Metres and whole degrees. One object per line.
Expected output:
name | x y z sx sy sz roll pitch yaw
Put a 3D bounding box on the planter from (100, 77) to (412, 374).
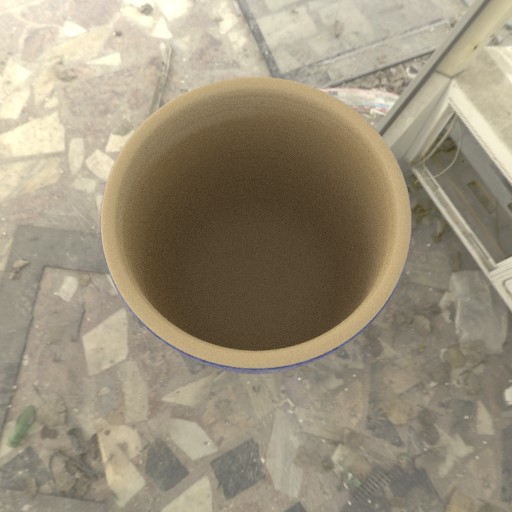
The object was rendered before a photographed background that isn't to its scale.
planter | 0.000 0.000 0.355 0.184 0.206 0.184 0 74 0
